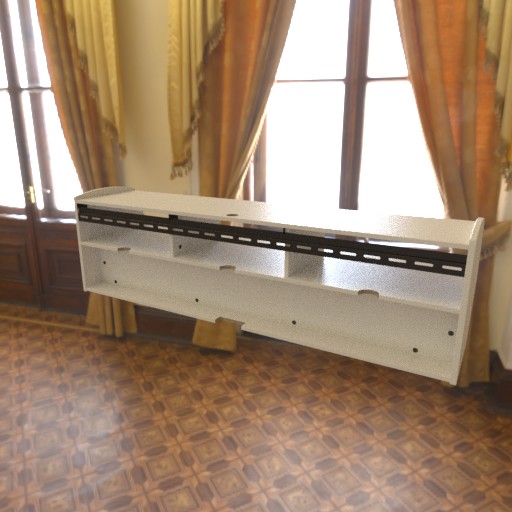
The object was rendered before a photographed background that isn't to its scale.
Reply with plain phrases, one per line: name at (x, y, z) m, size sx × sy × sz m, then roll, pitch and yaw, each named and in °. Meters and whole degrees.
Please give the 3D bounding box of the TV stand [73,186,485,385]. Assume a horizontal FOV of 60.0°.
TV stand at (0.000, 0.000, 1.659) m, size 1.473 × 0.424 × 0.397 m, roll 9°, pitch 18°, yaw 28°
